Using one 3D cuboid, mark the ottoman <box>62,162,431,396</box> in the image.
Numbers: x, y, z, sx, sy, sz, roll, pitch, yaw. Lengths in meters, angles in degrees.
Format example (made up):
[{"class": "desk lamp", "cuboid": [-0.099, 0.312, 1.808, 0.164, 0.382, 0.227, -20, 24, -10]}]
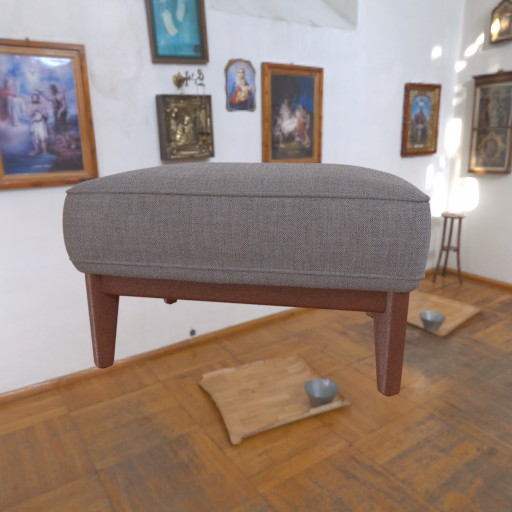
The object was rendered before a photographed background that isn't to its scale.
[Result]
[{"class": "ottoman", "cuboid": [0.000, 0.000, 1.125, 0.750, 0.458, 0.555, 3, 15, 10]}]
